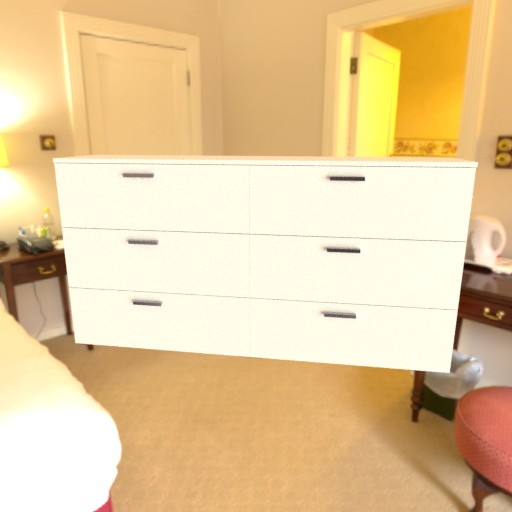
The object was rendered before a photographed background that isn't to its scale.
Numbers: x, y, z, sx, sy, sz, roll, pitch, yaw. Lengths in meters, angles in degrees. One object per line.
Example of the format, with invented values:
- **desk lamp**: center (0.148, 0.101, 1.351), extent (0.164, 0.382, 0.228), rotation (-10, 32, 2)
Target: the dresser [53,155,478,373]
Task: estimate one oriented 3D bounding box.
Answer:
- **dresser**: center (0.000, 0.000, 1.830), extent (1.535, 0.790, 0.333), rotation (2, 15, 9)
